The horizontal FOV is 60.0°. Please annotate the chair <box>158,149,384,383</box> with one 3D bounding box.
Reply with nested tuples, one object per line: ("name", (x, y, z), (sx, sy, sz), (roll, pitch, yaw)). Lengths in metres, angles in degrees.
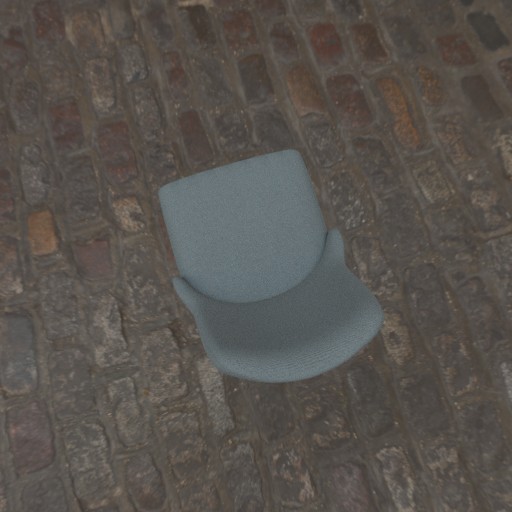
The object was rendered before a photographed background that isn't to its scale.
("chair", (0.000, 0.000, 1.334), (0.535, 0.918, 0.707), (-16, 77, -4))
